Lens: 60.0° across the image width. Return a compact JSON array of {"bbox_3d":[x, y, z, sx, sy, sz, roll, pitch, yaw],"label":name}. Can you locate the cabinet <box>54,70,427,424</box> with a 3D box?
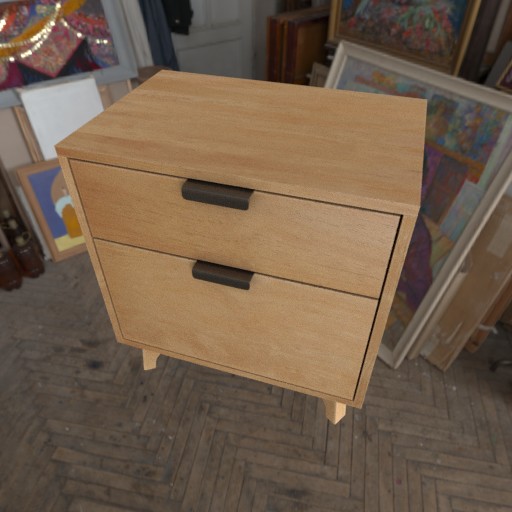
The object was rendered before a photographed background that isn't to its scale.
[{"bbox_3d":[0.000,0.000,0.952,0.551,0.599,0.394,12,42,13],"label":"cabinet"}]
